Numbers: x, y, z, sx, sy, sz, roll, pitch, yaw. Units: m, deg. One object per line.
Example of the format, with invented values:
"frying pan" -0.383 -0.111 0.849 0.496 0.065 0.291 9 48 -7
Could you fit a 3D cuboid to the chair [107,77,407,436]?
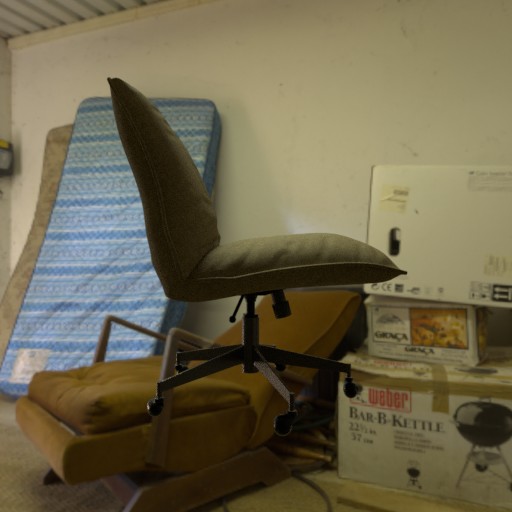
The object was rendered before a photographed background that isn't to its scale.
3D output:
"chair" 0.000 0.000 1.270 0.696 0.811 0.597 0 0 -1
